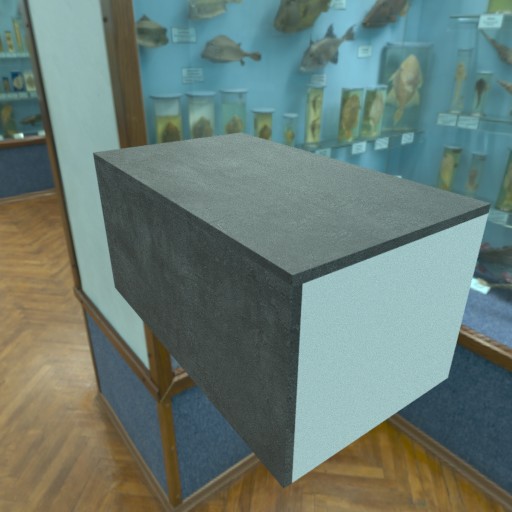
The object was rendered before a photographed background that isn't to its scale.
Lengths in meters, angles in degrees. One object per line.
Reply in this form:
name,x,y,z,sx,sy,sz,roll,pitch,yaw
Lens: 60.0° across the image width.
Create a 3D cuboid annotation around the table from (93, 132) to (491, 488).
table,0.000,0.000,0.919,0.400,0.350,0.700,-17,31,-31
